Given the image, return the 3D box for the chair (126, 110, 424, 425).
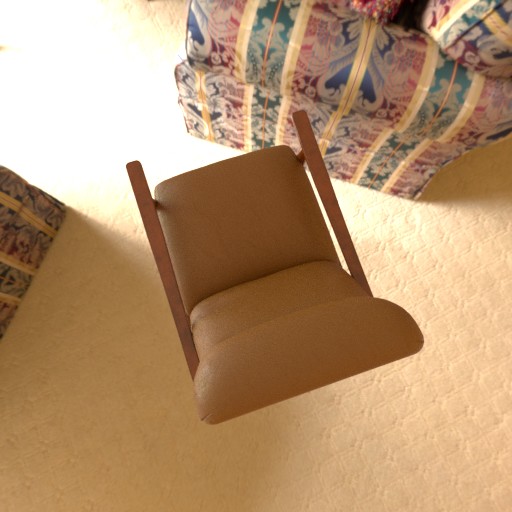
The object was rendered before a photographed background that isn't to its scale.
[{"bbox_3d":[0.000,0.000,1.758,0.762,1.082,1.014,-18,77,-4],"label":"chair"}]
